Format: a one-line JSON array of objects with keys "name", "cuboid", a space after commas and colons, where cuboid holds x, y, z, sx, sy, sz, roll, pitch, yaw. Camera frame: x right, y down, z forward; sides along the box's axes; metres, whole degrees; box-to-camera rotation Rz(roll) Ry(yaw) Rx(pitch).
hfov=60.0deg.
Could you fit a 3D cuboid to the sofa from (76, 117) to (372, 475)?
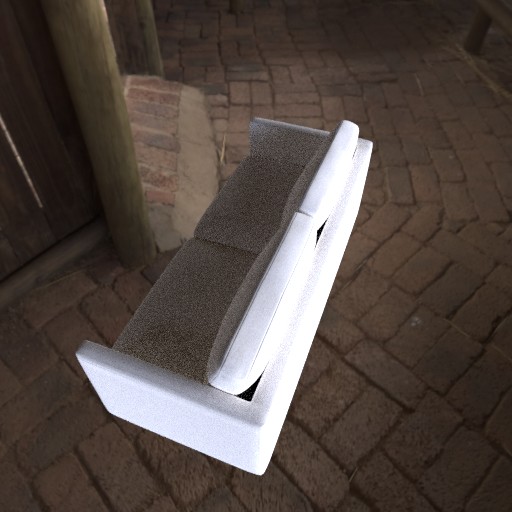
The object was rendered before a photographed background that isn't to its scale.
[{"name": "sofa", "cuboid": [0.000, 0.000, 2.674, 0.924, 0.933, 2.139, 16, 50, 14]}]
